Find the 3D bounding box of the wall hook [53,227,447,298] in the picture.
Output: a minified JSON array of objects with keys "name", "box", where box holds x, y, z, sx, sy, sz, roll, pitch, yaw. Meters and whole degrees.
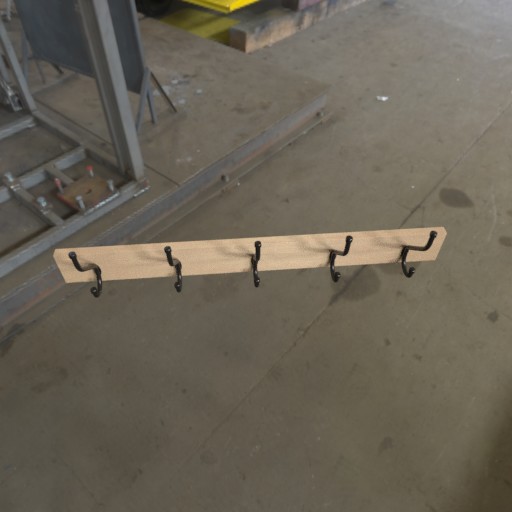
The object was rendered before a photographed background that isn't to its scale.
[{"name":"wall hook","box":[0.000,0.000,0.628,0.571,0.117,0.071,-3,47,-3]}]
